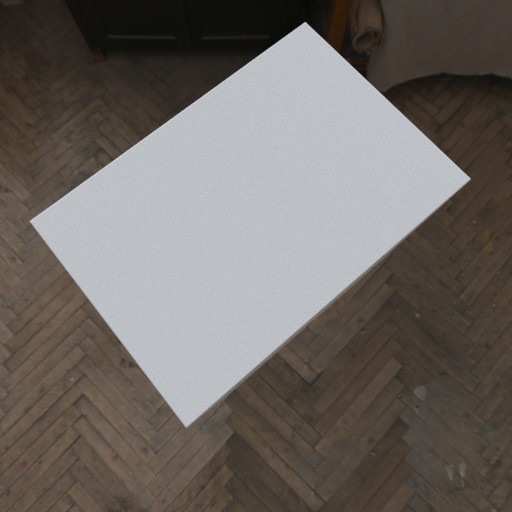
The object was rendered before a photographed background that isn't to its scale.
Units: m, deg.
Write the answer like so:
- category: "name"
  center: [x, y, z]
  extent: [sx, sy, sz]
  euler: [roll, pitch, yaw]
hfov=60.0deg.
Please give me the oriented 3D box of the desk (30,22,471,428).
- category: "desk"
  center: [0.000, 0.000, 1.066]
  extent: [0.600, 0.730, 0.404]
  euler: [-39, 79, -10]
